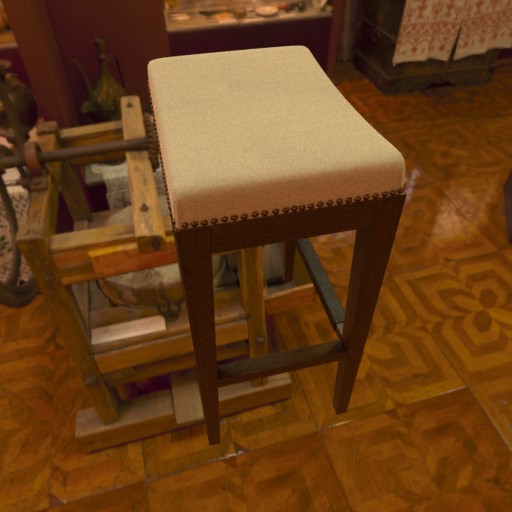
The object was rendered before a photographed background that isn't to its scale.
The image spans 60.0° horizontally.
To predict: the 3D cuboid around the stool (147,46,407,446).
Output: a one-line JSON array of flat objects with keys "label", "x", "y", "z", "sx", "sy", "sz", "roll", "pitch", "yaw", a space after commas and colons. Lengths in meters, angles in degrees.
[{"label": "stool", "x": 0.000, "y": 0.000, "z": 1.021, "sx": 0.358, "sy": 0.759, "sz": 0.498, "roll": -10, "pitch": 46, "yaw": -10}]
